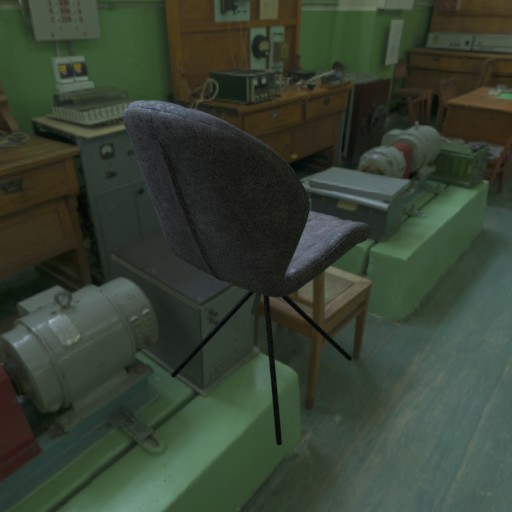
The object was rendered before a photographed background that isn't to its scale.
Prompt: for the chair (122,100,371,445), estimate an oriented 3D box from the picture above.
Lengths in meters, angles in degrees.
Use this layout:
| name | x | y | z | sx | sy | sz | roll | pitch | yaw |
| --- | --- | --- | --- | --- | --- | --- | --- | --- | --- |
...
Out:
| name | x | y | z | sx | sy | sz | roll | pitch | yaw |
| --- | --- | --- | --- | --- | --- | --- | --- | --- | --- |
| chair | 0.000 | 0.000 | 1.269 | 0.527 | 0.934 | 0.640 | 21 | 36 | 32 |
